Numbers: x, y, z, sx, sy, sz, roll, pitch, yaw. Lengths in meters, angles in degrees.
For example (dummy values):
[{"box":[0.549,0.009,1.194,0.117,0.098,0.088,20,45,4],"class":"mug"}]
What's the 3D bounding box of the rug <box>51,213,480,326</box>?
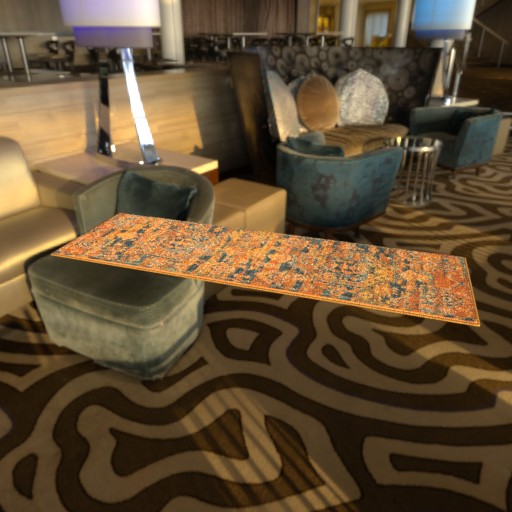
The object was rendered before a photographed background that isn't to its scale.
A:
[{"box":[0.000,0.000,2.026,1.820,0.013,0.556,8,28,16],"class":"rug"}]
